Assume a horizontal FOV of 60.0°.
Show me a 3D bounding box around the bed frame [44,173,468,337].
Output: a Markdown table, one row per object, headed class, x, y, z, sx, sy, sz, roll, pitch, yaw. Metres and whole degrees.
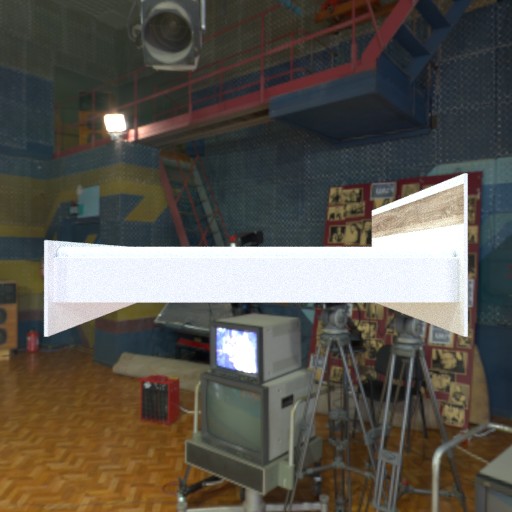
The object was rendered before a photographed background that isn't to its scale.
| class | x | y | z | sx | sy | sz | roll | pitch | yaw |
| --- | --- | --- | --- | --- | --- | --- | --- | --- | --- |
| bed frame | 0.000 | 0.000 | 3.016 | 2.060 | 0.800 | 1.720 | 0 | 0 | 0 |
